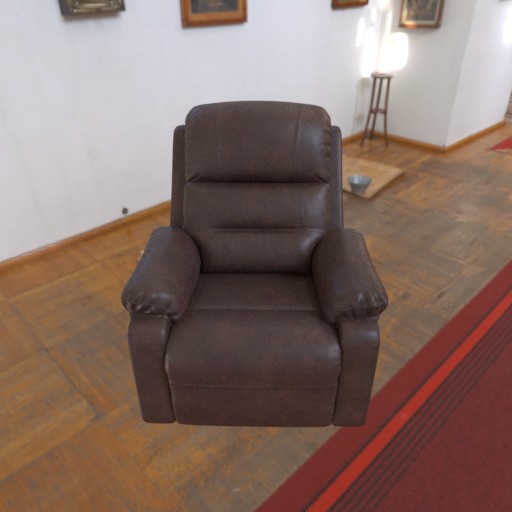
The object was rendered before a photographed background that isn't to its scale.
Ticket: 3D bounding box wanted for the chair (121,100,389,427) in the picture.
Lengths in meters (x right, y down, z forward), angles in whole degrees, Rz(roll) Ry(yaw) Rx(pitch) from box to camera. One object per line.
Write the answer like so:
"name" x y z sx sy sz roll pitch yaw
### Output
"chair" 0.000 0.000 1.693 0.855 0.992 0.919 1 31 1
